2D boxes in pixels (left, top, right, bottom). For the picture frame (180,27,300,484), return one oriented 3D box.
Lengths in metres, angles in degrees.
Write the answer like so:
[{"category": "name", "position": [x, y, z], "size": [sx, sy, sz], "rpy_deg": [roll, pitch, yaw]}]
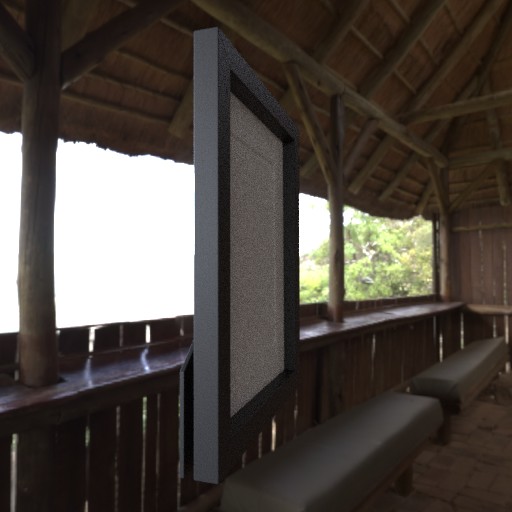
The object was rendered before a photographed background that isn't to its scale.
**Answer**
[{"category": "picture frame", "position": [0.000, 0.000, 0.521], "size": [0.036, 0.383, 0.307], "rpy_deg": [0, -1, 18]}]
